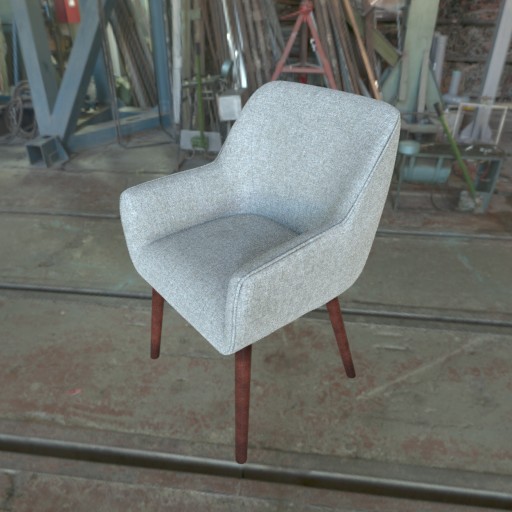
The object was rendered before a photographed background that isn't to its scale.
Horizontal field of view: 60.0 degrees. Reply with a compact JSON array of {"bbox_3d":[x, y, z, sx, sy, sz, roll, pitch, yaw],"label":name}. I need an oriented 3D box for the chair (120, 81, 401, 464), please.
[{"bbox_3d":[0.000,0.000,1.193,0.519,0.803,0.543,-22,37,-32],"label":"chair"}]
